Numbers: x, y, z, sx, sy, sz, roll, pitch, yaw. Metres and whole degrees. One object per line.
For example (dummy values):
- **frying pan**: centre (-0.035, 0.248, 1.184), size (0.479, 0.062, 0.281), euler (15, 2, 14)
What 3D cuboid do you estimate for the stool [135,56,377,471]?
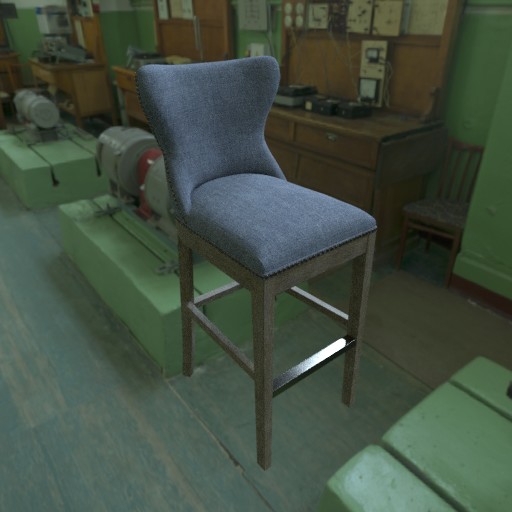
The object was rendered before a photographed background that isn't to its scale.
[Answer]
- **stool**: centre (0.000, 0.000, 1.420), size (0.494, 1.123, 0.606), euler (-22, 36, -33)
